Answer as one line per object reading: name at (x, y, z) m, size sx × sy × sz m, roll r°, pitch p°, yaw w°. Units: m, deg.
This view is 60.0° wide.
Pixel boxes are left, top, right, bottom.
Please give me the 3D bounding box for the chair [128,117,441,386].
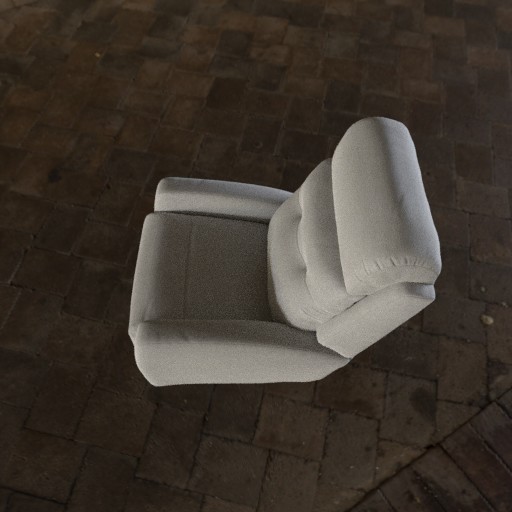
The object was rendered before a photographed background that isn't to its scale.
chair at (0.000, 0.000, 1.731) m, size 1.043 × 1.013 × 0.798 m, roll 0°, pitch 60°, yaw 0°
